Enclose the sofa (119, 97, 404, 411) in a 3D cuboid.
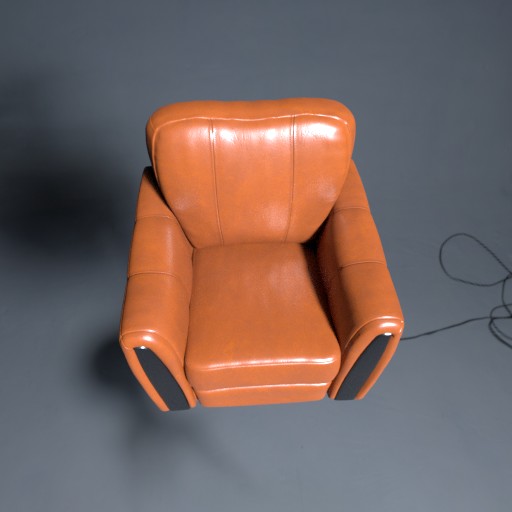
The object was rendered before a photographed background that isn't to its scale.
[{"bbox_3d":[0.000,0.000,1.526,0.836,0.876,0.789,-3,46,-3],"label":"sofa"}]
